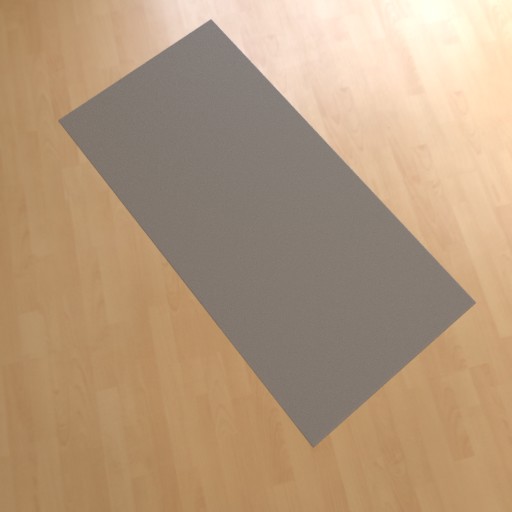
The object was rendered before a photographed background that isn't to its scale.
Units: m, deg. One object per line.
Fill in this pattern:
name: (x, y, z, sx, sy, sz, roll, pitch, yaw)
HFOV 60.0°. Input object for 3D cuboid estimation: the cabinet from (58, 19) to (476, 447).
cabinet: (0.000, 0.000, 1.238, 0.396, 0.780, 0.801, -38, 79, -9)
